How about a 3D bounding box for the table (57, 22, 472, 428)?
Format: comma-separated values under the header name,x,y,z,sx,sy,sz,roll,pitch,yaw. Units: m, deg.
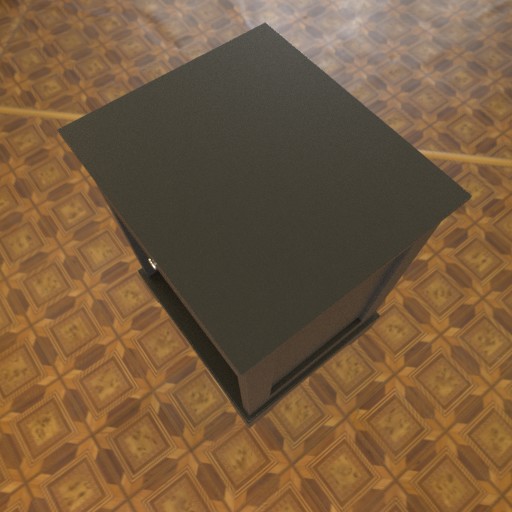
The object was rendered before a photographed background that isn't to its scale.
name,x,y,z,sx,sy,sz,roll,pitch,yaw
table,0.000,0.000,0.908,0.399,0.610,0.460,-35,69,-16
